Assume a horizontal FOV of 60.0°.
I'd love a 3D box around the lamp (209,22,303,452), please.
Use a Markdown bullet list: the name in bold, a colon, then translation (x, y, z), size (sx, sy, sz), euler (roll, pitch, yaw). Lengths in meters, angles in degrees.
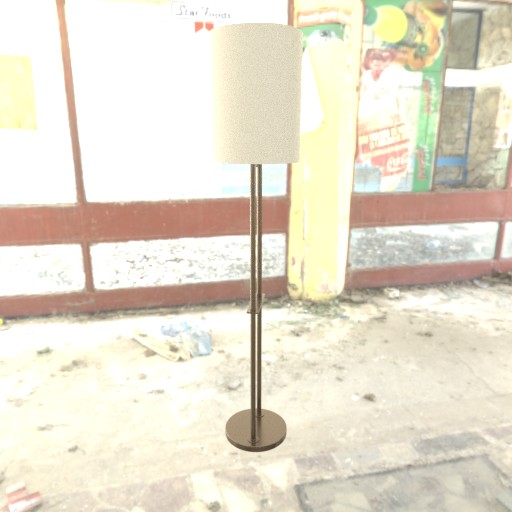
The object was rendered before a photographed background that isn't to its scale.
- **lamp**: translation (0.000, 0.000, 1.639), size (0.305, 1.500, 0.306), euler (2, 15, 8)
